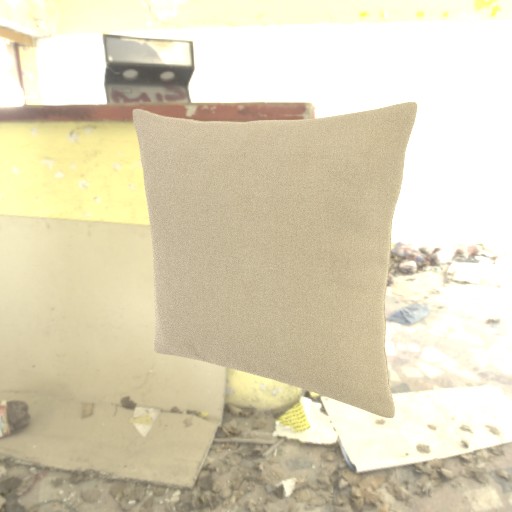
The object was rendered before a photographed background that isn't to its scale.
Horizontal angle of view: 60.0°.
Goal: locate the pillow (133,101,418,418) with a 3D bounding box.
[{"bbox_3d":[0.000,0.000,0.793,0.523,0.510,0.166,8,18,27],"label":"pillow"}]
